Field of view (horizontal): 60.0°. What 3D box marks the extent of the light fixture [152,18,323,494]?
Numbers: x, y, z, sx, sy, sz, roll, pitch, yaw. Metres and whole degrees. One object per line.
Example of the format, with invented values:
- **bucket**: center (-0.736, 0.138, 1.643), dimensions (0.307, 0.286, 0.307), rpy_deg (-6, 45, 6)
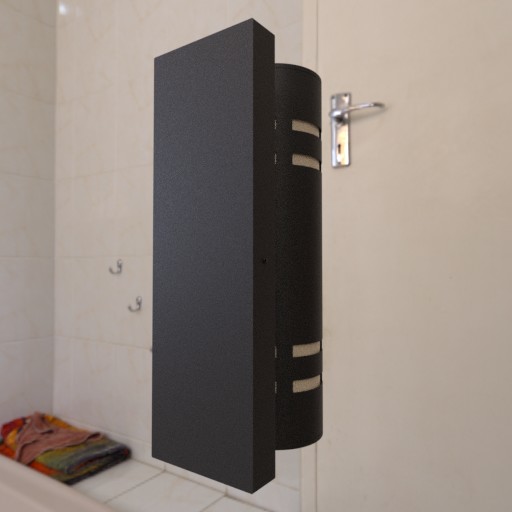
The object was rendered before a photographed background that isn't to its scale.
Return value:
- **light fixture**: center (0.000, 0.000, 0.397), dimensions (0.105, 0.330, 0.149), rpy_deg (-1, -2, 36)
